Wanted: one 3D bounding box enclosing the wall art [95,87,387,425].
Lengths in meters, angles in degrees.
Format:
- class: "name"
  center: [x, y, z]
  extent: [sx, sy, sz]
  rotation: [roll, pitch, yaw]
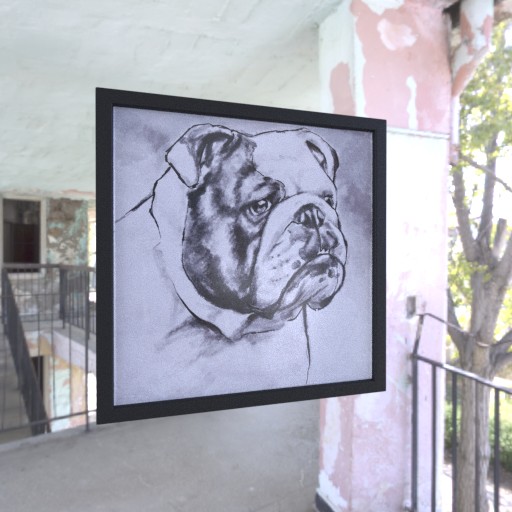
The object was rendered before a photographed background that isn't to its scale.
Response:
- class: "wall art"
  center: [0.000, 0.000, 0.976]
  extent: [0.663, 0.659, 0.016]
  rotation: [0, 0, -19]
